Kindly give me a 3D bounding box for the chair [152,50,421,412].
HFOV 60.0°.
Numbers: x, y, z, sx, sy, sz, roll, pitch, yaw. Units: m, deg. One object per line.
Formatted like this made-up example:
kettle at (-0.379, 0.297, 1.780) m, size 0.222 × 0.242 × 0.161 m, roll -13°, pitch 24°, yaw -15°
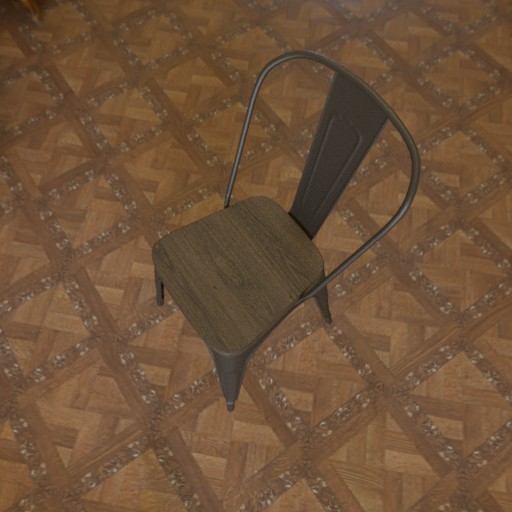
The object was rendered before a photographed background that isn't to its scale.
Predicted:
chair at (0.000, 0.000, 1.148) m, size 0.532 × 0.844 × 0.451 m, roll -33°, pitch 69°, yaw -15°
